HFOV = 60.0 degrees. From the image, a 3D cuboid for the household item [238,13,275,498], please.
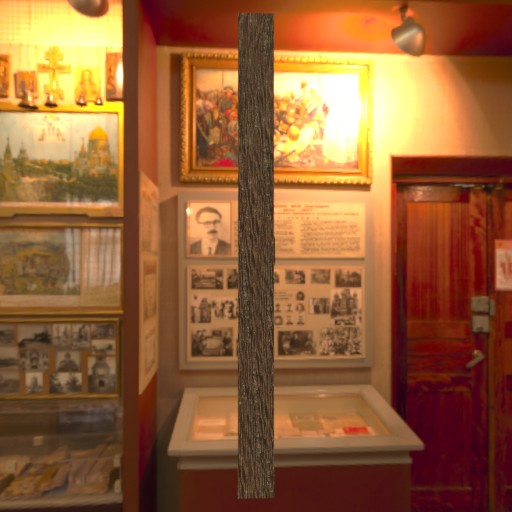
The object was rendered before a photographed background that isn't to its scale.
[{"bbox_3d":[0.000,0.000,0.272,0.020,0.210,0.160,0,0,-2],"label":"household item"}]
